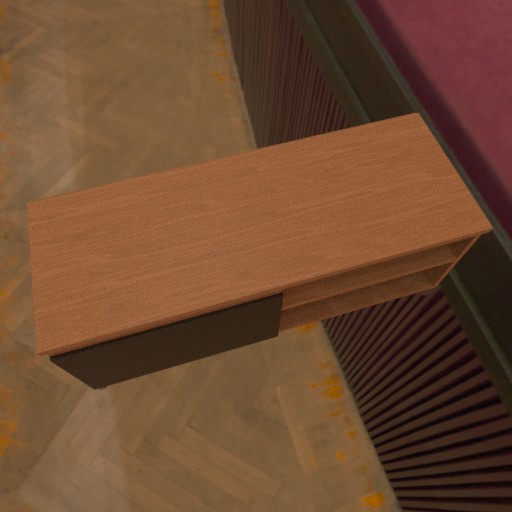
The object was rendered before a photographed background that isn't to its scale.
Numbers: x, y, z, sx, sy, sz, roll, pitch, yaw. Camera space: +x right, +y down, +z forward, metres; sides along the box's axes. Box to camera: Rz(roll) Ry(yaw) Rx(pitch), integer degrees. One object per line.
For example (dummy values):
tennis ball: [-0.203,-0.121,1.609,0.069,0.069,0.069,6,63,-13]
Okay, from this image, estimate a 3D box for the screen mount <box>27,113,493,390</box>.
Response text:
screen mount: [0.000,0.000,1.285,1.084,0.432,0.406,-15,63,-8]
